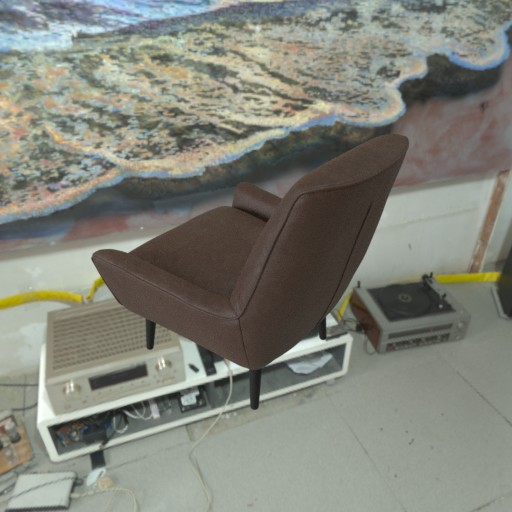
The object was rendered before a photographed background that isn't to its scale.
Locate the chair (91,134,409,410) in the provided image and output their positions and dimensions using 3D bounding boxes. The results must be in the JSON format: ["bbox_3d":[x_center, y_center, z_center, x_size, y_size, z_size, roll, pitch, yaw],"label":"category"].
[{"bbox_3d":[0.000,0.000,1.531,0.824,0.888,0.787,24,40,32],"label":"chair"}]
